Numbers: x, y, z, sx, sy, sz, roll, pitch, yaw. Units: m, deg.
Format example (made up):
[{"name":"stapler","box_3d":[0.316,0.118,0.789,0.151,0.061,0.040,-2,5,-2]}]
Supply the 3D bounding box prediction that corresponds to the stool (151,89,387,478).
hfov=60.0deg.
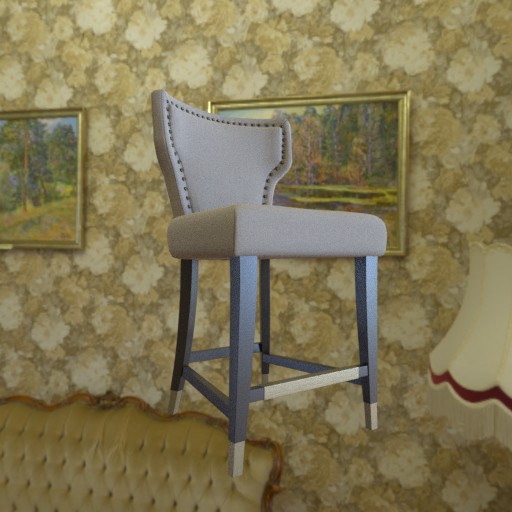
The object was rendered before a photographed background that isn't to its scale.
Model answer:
[{"name":"stool","box_3d":[0.000,0.000,1.321,0.527,0.982,0.563,0,0,-35]}]
